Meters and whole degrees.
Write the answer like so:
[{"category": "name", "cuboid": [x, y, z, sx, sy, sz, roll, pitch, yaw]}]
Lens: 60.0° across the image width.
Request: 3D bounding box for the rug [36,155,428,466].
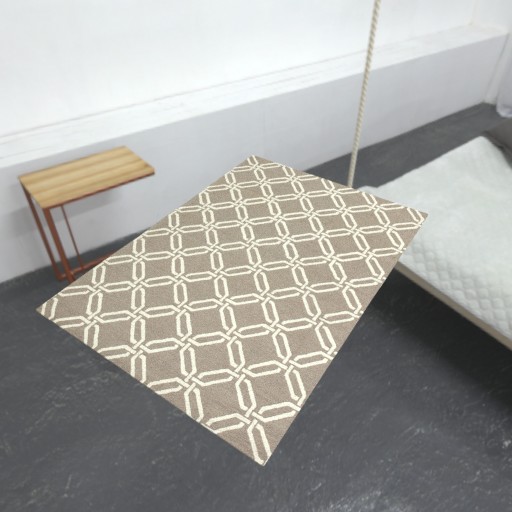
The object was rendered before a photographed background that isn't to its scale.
[{"category": "rug", "cuboid": [0.000, 0.000, 4.492, 2.441, 0.020, 3.419, 24, 47, 25]}]
